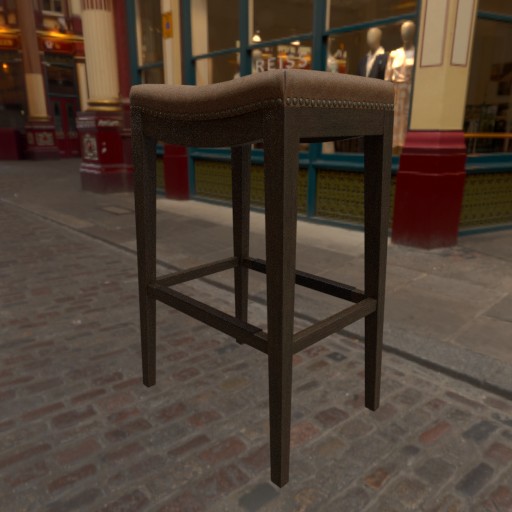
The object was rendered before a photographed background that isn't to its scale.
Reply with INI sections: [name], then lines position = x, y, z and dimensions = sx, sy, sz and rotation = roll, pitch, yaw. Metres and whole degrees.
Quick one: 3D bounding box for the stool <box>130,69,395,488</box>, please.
[stool]
position = 0.000, 0.000, 1.033
dimensions = 0.361, 0.759, 0.500
rotation = -16, 23, -42
